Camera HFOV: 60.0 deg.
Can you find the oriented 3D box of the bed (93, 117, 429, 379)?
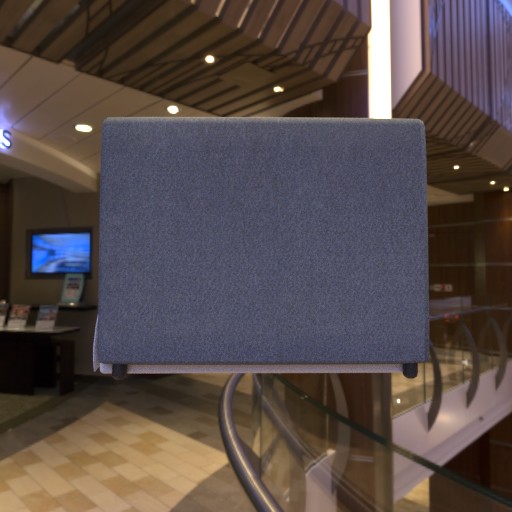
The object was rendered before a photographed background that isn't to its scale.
[{"bbox_3d":[0.000,0.000,3.260,1.723,1.330,2.142,0,-3,-1],"label":"bed"}]
